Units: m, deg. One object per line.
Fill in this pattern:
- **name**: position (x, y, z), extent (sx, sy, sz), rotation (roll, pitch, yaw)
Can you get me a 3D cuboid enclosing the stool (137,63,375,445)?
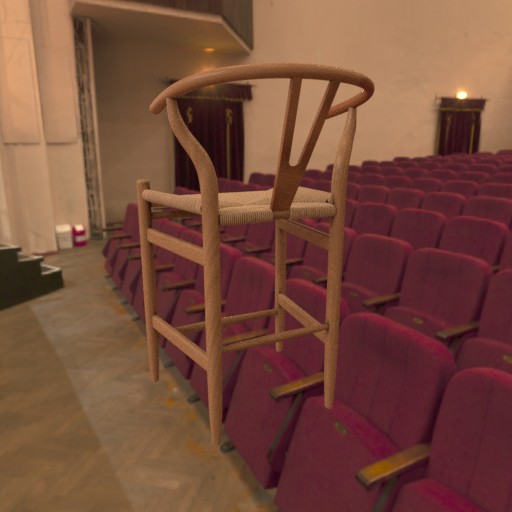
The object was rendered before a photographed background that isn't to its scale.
- **stool**: position (0.000, 0.000, 1.247), extent (0.536, 0.923, 0.575), rotation (-7, 16, -27)
